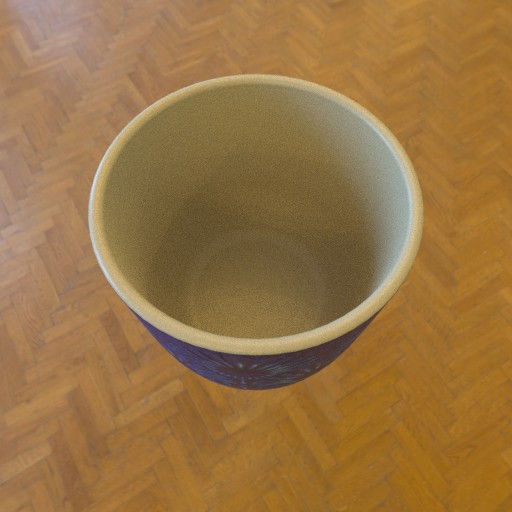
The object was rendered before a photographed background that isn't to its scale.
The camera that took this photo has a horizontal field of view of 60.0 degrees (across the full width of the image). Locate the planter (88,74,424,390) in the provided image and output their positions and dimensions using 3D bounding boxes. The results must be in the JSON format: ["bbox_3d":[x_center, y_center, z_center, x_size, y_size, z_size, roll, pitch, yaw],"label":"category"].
[{"bbox_3d":[0.000,0.000,0.213,0.124,0.109,0.124,0,63,0],"label":"planter"}]
